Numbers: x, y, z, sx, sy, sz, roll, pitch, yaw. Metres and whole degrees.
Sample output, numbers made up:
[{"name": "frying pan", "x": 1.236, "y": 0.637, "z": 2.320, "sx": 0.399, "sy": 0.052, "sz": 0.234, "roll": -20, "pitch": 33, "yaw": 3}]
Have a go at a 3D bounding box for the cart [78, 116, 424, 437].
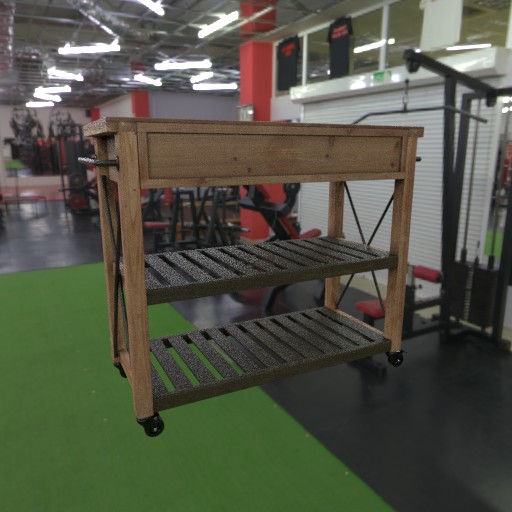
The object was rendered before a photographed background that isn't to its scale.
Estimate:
[{"name": "cart", "x": 0.000, "y": 0.000, "z": 0.985, "sx": 0.686, "sy": 0.554, "sz": 0.298, "roll": -7, "pitch": 15, "yaw": -26}]
